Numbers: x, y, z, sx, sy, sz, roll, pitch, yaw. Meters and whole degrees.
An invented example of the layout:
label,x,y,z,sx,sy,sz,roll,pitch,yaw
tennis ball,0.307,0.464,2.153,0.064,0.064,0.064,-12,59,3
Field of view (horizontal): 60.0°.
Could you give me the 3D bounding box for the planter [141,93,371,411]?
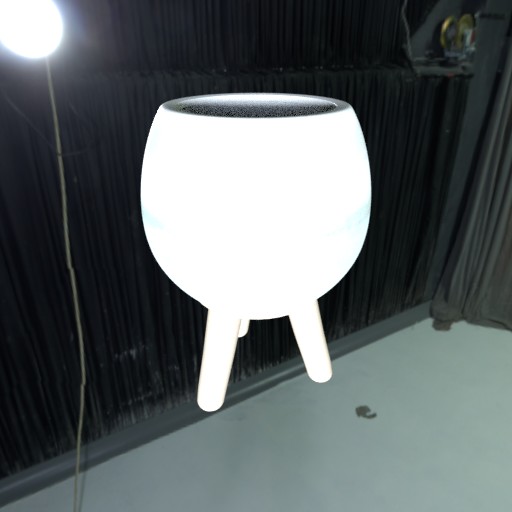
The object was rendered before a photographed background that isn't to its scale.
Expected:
label,x,y,z,sx,sy,sz,roll,pitch,yaw
planter,0.000,0.000,0.341,0.161,0.224,0.161,0,26,0
